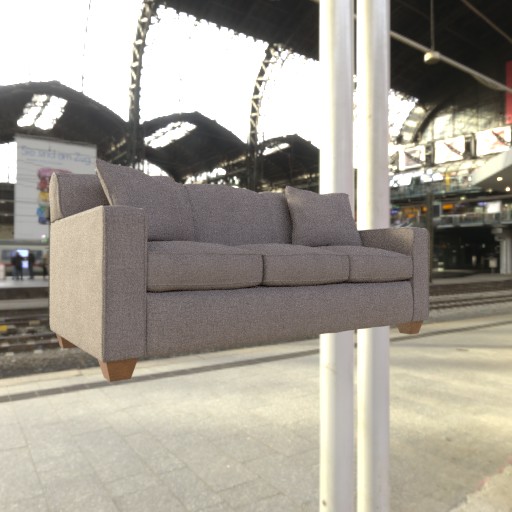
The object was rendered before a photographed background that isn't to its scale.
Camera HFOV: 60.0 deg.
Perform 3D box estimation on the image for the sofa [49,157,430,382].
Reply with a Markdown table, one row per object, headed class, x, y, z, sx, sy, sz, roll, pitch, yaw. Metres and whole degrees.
| class | x | y | z | sx | sy | sz | roll | pitch | yaw |
| --- | --- | --- | --- | --- | --- | --- | --- | --- | --- |
| sofa | 0.000 | 0.000 | 2.546 | 2.024 | 0.958 | 0.997 | 0 | -1 | -35 |
